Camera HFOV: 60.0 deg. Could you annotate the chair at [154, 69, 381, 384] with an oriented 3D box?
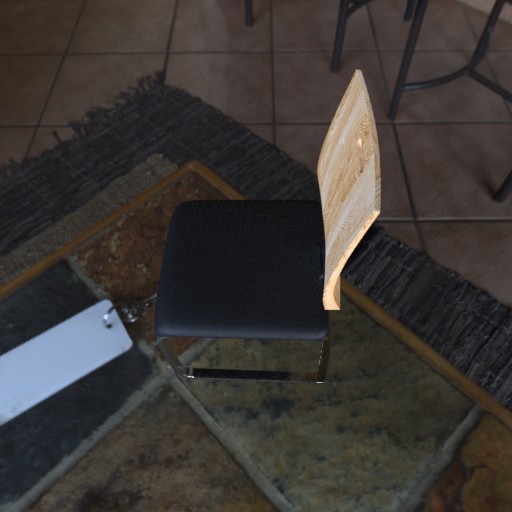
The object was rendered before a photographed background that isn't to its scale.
[{"bbox_3d":[0.000,0.000,1.248,0.560,0.936,0.462,2,59,1],"label":"chair"}]
